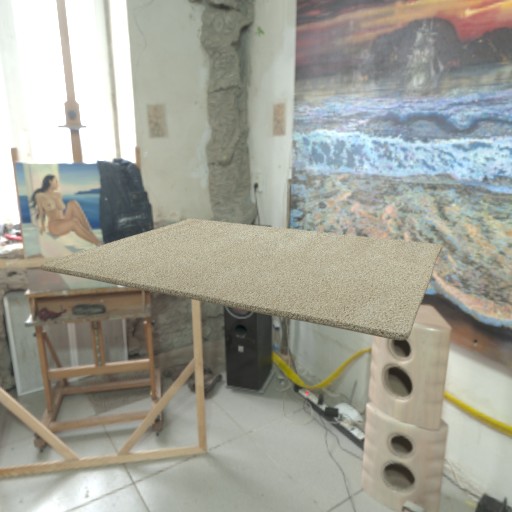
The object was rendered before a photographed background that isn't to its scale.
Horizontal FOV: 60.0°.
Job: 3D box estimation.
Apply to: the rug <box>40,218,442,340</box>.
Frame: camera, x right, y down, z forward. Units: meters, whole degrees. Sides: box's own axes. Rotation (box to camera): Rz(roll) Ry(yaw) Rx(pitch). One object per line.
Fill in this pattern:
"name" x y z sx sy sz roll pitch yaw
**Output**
"rug" 0.000 0.000 2.163 1.600 0.025 1.199 8 18 25
